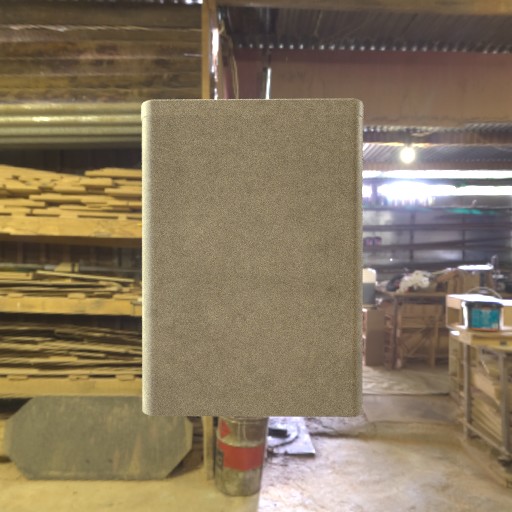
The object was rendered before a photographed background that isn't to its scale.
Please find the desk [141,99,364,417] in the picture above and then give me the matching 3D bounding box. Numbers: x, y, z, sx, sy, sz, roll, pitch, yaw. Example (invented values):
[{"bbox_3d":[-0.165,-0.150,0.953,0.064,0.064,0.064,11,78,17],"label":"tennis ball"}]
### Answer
[{"bbox_3d":[0.000,0.000,1.751,0.550,0.755,1.400,0,0,1],"label":"desk"}]
